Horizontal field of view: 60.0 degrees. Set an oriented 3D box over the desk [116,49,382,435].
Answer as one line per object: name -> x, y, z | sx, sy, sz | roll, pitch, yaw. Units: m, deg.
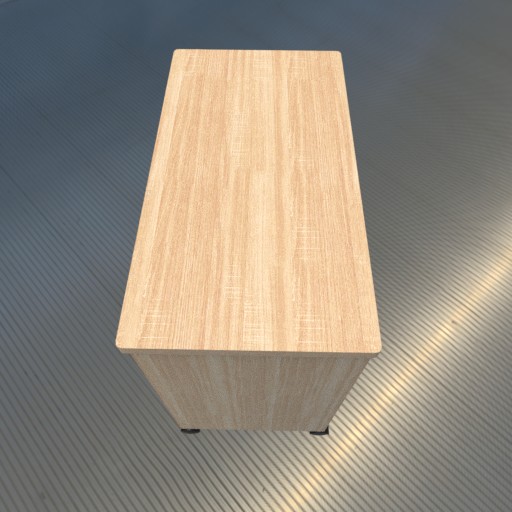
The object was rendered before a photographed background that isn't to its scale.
desk -> 0.000, 0.000, 1.335 | 0.480, 0.770, 0.884 | 1, 57, 1
